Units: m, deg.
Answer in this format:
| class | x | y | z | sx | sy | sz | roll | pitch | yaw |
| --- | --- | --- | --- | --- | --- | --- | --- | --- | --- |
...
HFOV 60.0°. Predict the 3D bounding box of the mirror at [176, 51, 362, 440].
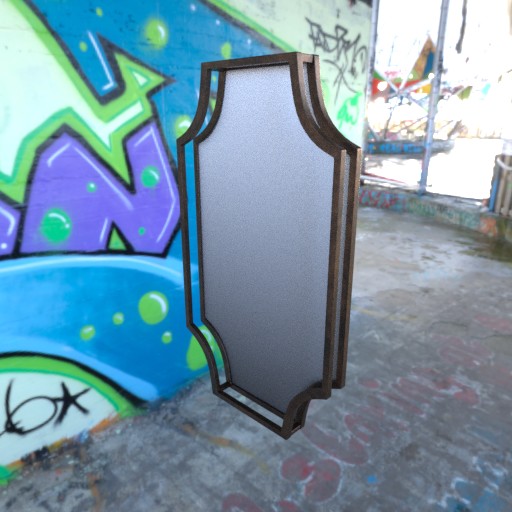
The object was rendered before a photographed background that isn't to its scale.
| class | x | y | z | sx | sy | sz | roll | pitch | yaw |
| --- | --- | --- | --- | --- | --- | --- | --- | --- | --- |
| mirror | 0.000 | 0.000 | 0.993 | 0.462 | 0.811 | 0.066 | 16 | 24 | 41 |
